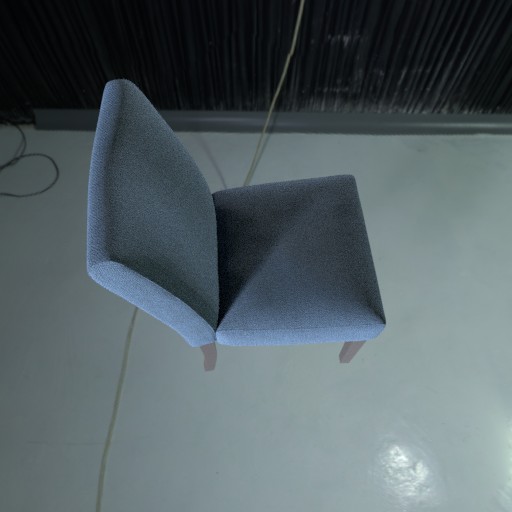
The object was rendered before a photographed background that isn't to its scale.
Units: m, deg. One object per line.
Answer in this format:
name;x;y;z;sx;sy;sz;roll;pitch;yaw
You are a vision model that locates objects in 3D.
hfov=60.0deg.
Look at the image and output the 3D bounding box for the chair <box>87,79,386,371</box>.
chair;0.000;0.000;1.214;0.629;0.882;0.487;-4;64;-2
